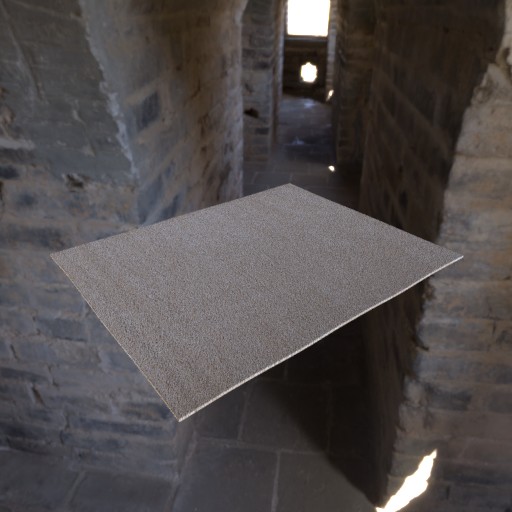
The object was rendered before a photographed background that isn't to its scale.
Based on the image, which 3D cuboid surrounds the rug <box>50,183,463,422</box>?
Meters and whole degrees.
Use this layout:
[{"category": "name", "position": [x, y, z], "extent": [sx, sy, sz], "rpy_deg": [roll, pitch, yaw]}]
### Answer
[{"category": "rug", "position": [0.000, 0.000, 4.121], "extent": [3.000, 0.026, 2.400], "rpy_deg": [-21, 36, -32]}]
